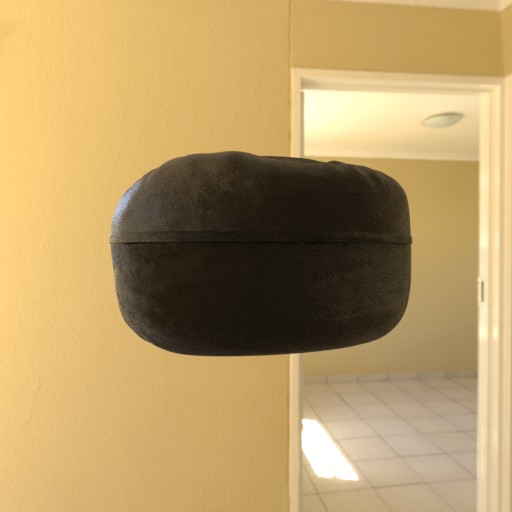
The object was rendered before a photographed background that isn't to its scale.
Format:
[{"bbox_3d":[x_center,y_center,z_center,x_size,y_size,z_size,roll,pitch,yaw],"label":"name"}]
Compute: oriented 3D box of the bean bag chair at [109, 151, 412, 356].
[{"bbox_3d":[0.000,0.000,2.425,1.524,0.878,1.524,0,1,-18],"label":"bean bag chair"}]
